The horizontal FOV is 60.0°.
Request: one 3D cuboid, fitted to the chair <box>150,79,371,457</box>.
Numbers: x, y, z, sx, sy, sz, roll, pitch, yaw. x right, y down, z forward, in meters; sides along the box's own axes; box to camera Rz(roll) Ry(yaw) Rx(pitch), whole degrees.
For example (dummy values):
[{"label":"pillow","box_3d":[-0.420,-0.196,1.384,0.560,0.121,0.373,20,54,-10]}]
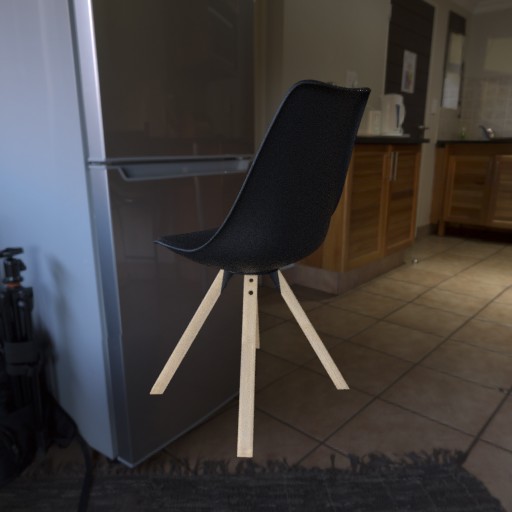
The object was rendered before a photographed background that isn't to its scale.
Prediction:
[{"label":"chair","box_3d":[0.000,0.000,1.217,0.549,0.850,0.485,15,21,43]}]
